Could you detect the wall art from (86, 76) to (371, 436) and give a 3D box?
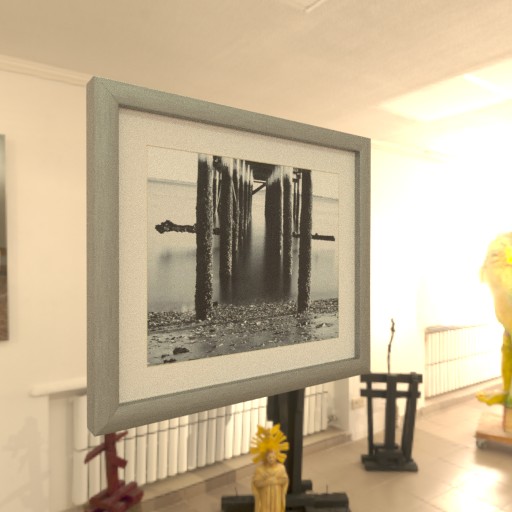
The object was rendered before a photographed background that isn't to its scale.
[{"bbox_3d":[0.000,0.000,0.525,0.380,0.330,0.028,0,0,-35],"label":"wall art"}]
